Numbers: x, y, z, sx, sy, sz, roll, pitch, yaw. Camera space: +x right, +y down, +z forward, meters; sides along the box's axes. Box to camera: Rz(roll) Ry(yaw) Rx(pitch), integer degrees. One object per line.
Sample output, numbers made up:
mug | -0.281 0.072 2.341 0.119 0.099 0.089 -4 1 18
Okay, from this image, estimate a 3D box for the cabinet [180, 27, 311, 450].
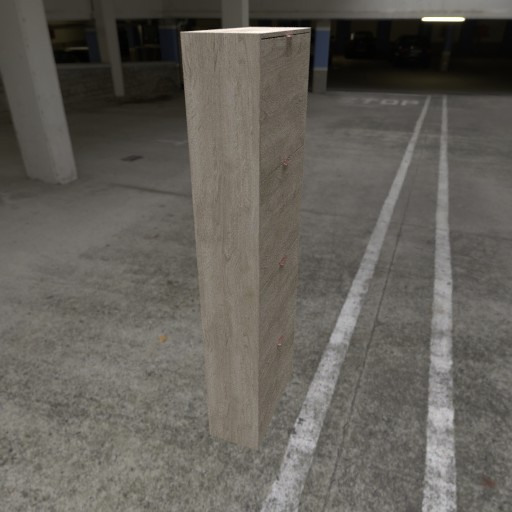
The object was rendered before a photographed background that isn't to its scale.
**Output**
cabinet | 0.000 0.000 1.791 0.250 1.630 0.520 10 30 18
